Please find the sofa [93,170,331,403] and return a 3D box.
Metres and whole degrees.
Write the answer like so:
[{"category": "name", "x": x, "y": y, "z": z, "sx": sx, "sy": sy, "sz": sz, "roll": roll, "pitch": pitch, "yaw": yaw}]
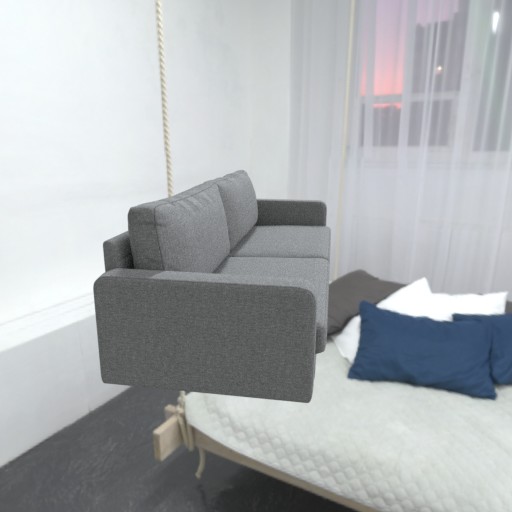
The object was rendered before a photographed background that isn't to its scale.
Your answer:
[{"category": "sofa", "x": 0.000, "y": 0.000, "z": 2.672, "sx": 0.880, "sy": 0.880, "sz": 2.200, "roll": 3, "pitch": 15, "yaw": 9}]
